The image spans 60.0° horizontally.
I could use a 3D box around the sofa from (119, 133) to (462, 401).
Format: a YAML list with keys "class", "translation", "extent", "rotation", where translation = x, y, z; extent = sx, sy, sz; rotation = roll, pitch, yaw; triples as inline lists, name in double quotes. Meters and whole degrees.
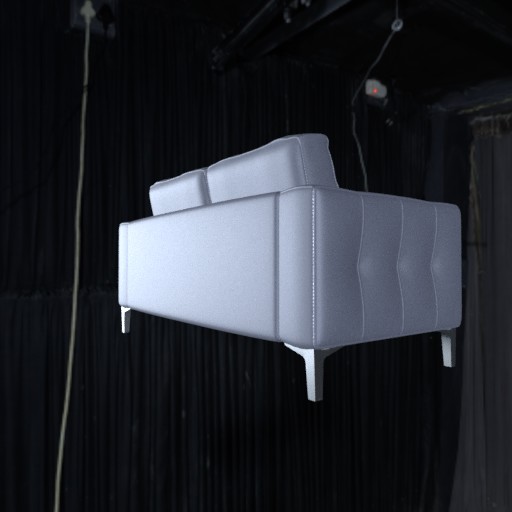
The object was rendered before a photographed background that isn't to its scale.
- class: "sofa"
  translation: [0.000, 0.000, 2.213]
  extent: [0.833, 0.893, 1.726]
  rotation: [1, -1, -36]
